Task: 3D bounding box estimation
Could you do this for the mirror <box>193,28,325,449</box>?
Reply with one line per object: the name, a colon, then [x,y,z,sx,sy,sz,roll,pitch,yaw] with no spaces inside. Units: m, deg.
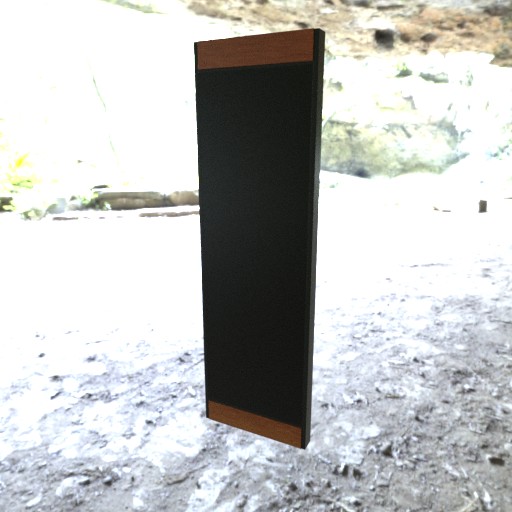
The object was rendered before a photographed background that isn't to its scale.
mirror: [0.000,0.000,1.242,0.343,1.123,0.047,7,17,26]
